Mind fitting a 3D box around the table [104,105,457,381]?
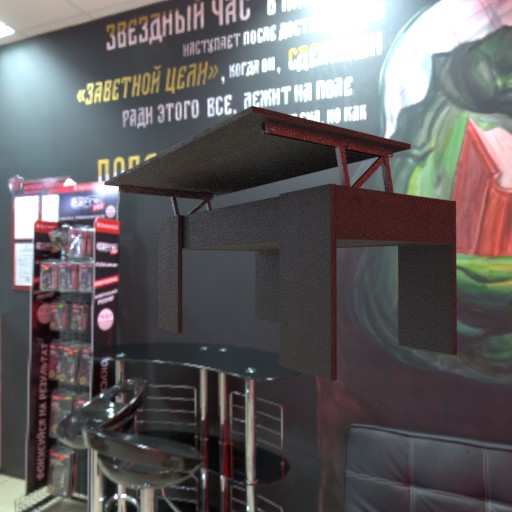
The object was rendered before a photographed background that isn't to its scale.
[{"bbox_3d":[0.000,0.000,1.472,0.711,0.570,1.000,1,-1,-35],"label":"table"}]
